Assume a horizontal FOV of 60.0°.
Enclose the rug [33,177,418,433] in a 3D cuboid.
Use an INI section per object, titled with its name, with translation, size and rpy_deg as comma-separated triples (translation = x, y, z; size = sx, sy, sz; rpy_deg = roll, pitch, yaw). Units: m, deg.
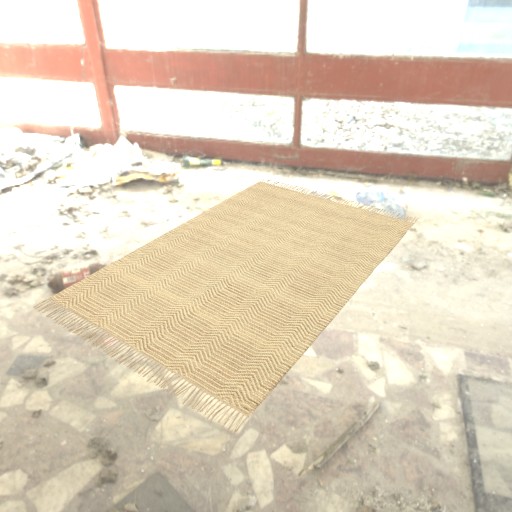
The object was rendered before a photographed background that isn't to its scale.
[rug]
translation = 0.000, 0.000, 2.526
size = 1.224, 0.027, 2.021
rpy_deg = 20, 37, 29
